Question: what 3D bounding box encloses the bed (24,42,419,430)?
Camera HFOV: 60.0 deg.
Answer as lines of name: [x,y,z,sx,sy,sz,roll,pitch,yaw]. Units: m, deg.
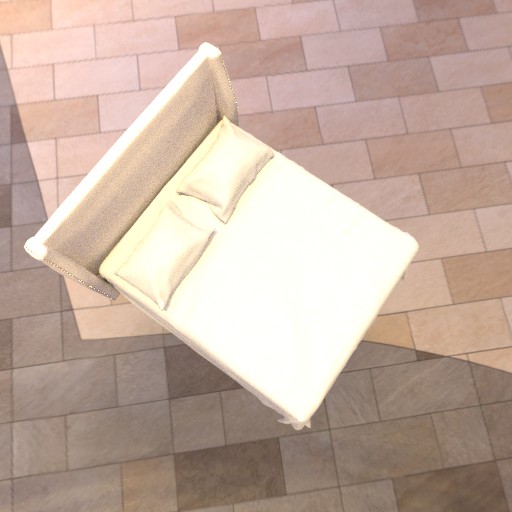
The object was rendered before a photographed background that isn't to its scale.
bed: [0.000,0.000,3.434,2.276,1.332,1.925,35,78,9]
